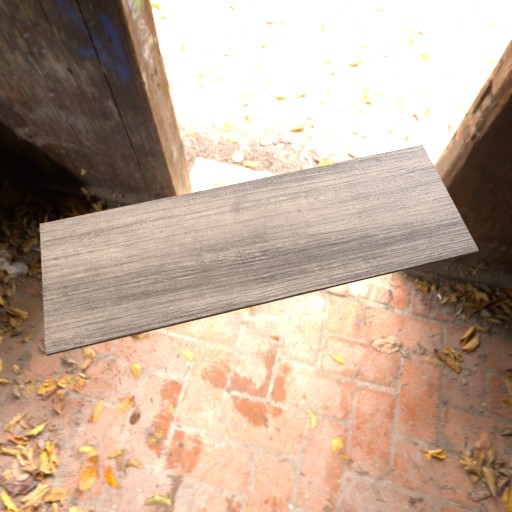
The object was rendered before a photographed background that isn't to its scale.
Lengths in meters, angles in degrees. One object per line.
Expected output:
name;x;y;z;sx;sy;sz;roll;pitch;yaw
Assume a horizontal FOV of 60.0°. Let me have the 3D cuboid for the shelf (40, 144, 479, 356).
shelf;0.000;0.000;0.701;0.610;0.125;0.200;-13;65;-6
